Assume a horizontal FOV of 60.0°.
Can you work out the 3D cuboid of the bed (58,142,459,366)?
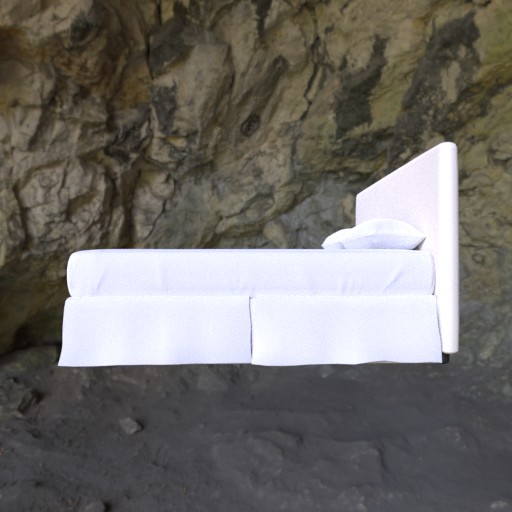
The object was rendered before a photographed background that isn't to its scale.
[{"bbox_3d":[0.000,0.000,3.554,2.341,1.317,2.119,0,-1,-1],"label":"bed"}]
